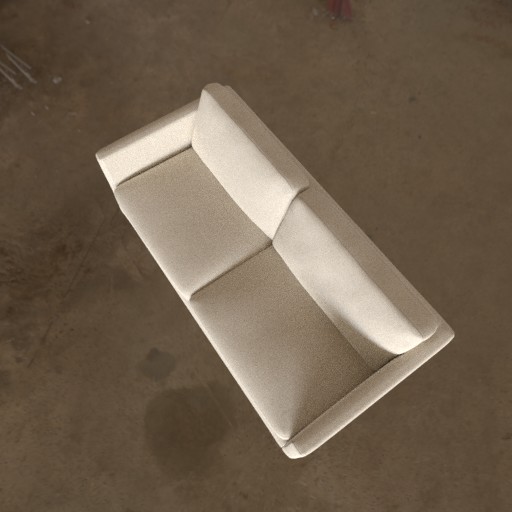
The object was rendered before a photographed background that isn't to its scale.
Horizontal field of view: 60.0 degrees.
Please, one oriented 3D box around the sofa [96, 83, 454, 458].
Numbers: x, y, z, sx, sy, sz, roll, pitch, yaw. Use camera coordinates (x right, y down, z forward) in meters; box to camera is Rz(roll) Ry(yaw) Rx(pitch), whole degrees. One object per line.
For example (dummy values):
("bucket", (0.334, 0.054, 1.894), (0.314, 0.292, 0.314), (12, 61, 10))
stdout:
("sofa", (0.000, 0.000, 2.546), (0.965, 0.889, 1.981), (-33, 69, -14))
